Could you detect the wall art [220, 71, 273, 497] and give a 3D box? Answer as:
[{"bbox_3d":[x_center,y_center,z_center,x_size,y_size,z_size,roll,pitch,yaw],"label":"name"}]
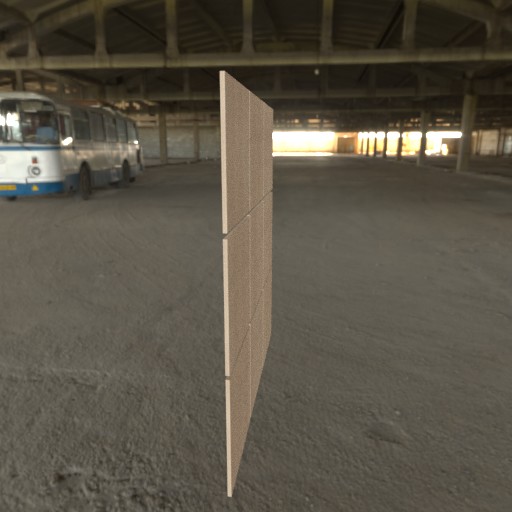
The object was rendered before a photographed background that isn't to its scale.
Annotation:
[{"bbox_3d":[0.000,0.000,1.796,0.013,1.218,1.219,2,14,7],"label":"wall art"}]
